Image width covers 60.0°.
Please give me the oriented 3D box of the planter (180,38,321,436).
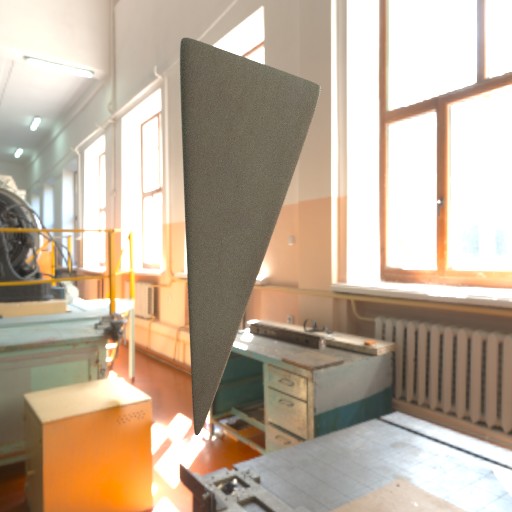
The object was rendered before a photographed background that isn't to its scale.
[{"bbox_3d":[0.000,0.000,0.277,0.081,0.224,0.101,0,0,0],"label":"planter"}]
